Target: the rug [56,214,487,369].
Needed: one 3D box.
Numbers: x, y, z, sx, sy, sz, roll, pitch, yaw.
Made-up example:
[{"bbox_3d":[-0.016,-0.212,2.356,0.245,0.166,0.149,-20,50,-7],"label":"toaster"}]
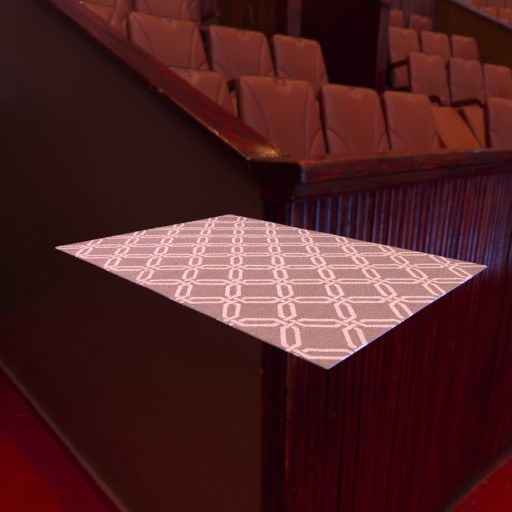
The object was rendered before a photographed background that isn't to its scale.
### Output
[{"bbox_3d":[0.000,0.000,4.272,3.419,0.020,2.441,15,22,42],"label":"rug"}]
